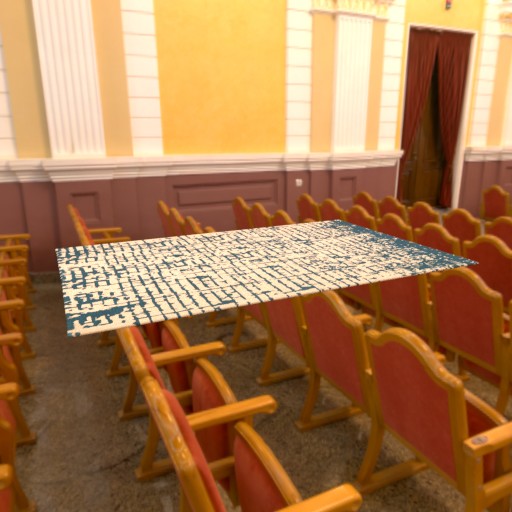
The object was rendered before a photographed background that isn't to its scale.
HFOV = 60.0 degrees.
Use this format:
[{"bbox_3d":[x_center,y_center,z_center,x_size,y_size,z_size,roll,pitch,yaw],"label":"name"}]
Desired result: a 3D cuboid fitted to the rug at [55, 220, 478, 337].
[{"bbox_3d":[0.000,0.000,2.989,2.435,0.011,1.517,-7,18,-24],"label":"rug"}]
